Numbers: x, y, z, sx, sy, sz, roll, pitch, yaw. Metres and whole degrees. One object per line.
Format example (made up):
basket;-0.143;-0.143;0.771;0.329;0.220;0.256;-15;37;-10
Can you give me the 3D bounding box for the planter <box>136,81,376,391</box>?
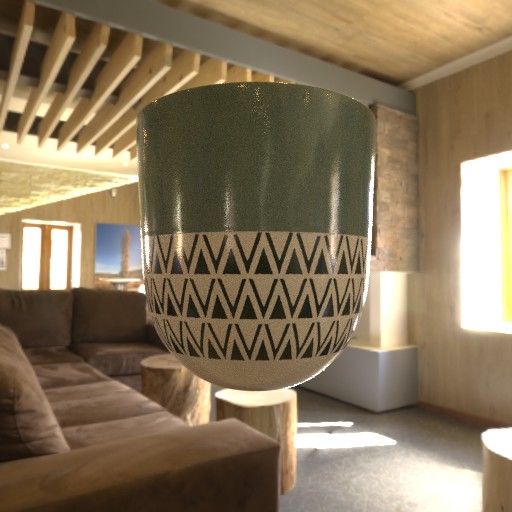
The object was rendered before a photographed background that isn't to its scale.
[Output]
planter;0.000;0.000;0.375;0.198;0.214;0.198;0;-2;0
